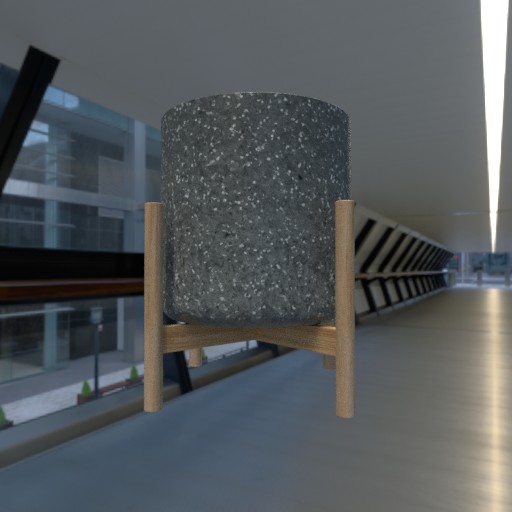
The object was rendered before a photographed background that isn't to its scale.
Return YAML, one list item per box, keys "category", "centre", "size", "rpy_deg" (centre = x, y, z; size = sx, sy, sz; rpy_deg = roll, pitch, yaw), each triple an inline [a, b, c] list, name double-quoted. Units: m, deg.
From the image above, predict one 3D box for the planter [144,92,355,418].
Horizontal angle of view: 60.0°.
- category: "planter"
  centre: [0.000, 0.000, 0.720]
  size: [0.360, 0.419, 0.360]
  rpy_deg: [0, -1, -17]
